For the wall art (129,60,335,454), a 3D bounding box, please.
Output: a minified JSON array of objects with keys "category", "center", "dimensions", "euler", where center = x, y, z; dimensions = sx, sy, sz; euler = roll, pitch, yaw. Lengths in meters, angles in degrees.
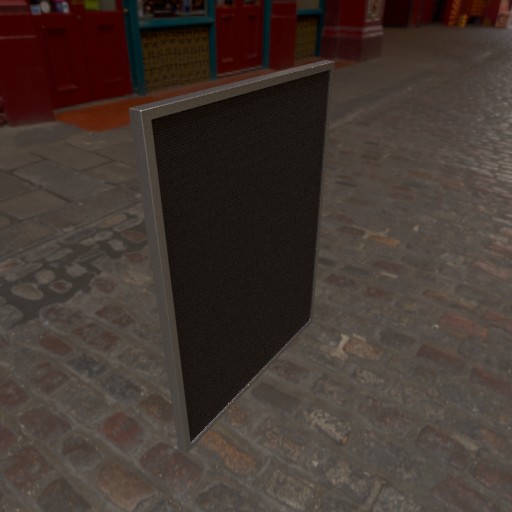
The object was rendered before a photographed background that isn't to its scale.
[{"category":"wall art","center":[0.000,0.000,1.412],"dimensions":[0.037,1.062,0.801],"euler":[21,37,30]}]
